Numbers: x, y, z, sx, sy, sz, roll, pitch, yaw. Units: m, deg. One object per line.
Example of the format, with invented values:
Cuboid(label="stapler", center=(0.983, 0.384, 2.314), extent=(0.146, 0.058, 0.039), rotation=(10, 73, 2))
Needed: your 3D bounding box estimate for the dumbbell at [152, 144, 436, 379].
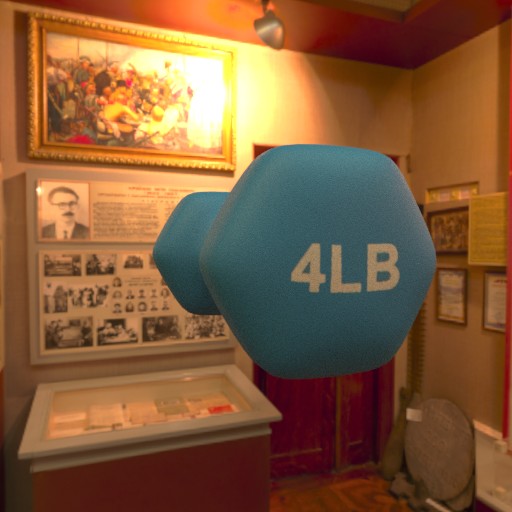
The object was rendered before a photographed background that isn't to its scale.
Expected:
Cuboid(label="dumbbell", center=(0.000, 0.000, 0.188), extent=(0.074, 0.066, 0.152), rotation=(-1, 2, -19))
